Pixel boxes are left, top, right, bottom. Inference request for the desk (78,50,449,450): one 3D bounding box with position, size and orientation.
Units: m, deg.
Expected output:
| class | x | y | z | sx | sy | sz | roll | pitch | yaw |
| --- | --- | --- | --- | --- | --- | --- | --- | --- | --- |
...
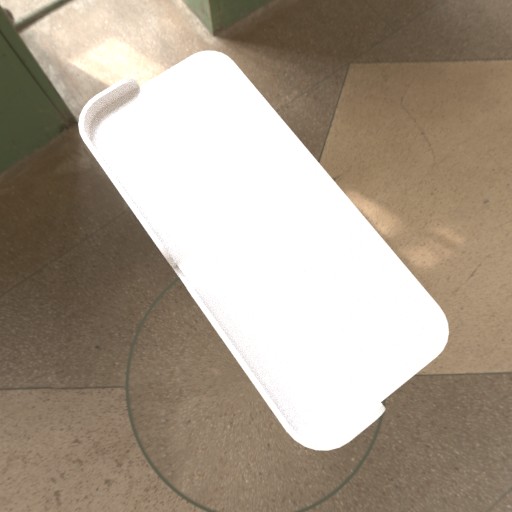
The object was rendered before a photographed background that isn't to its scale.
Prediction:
| class | x | y | z | sx | sy | sz | roll | pitch | yaw |
| --- | --- | --- | --- | --- | --- | --- | --- | --- | --- |
| desk | 0.000 | 0.000 | 1.624 | 0.534 | 0.807 | 1.206 | -35 | 78 | -9 |
